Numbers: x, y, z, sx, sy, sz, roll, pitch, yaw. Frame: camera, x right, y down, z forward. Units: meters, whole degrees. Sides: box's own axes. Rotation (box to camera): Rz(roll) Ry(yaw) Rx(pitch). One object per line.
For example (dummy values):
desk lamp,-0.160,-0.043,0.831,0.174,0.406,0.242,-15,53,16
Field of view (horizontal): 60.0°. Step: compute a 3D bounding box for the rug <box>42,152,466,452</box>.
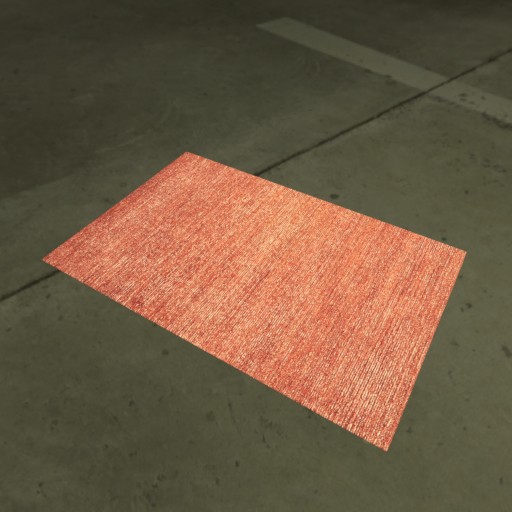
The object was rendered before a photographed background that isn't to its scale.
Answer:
rug,0.000,0.000,2.172,1.747,0.011,1.139,24,50,22
